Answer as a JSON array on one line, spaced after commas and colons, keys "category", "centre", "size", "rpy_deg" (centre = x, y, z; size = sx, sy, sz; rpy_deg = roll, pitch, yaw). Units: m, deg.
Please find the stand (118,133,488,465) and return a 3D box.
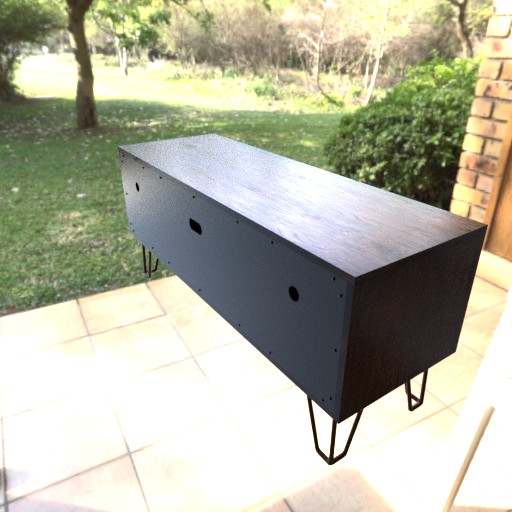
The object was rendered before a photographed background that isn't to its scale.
[{"category": "stand", "centre": [0.000, 0.000, 1.631], "size": [0.481, 0.610, 1.372], "rpy_deg": [-17, 31, -31]}]
